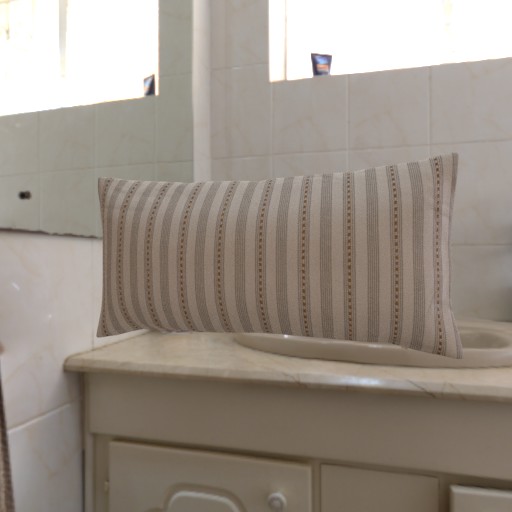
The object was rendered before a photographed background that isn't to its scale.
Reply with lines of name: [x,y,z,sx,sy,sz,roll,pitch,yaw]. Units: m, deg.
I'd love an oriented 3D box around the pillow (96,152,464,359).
pillow: [0.000,0.000,0.714,0.608,0.291,0.151,0,-1,18]
